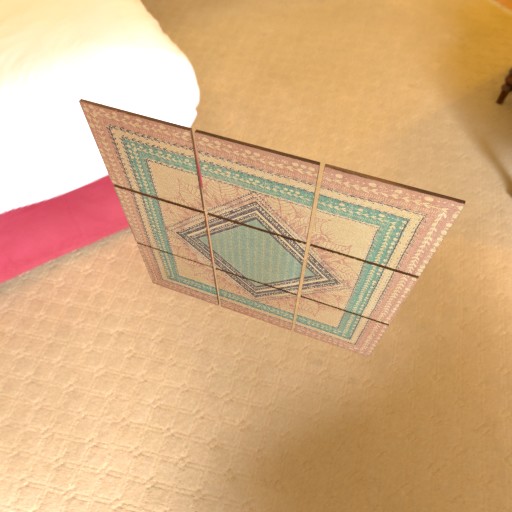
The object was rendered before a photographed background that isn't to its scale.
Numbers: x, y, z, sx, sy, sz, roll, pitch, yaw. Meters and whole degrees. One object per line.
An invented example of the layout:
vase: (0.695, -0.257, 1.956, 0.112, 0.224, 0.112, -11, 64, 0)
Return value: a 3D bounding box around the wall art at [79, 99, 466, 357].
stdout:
wall art: (0.000, 0.000, 1.830, 1.215, 1.213, 0.013, 17, 59, 11)
